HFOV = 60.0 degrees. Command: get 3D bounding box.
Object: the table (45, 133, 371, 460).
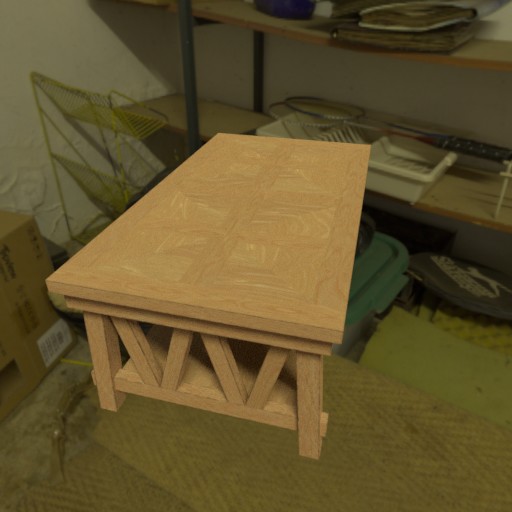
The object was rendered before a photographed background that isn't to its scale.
[{"bbox_3d":[0.000,0.000,1.644,0.711,0.507,1.270,8,33,13],"label":"table"}]
